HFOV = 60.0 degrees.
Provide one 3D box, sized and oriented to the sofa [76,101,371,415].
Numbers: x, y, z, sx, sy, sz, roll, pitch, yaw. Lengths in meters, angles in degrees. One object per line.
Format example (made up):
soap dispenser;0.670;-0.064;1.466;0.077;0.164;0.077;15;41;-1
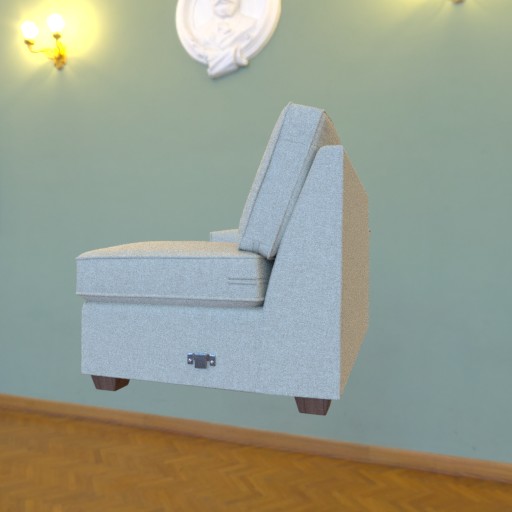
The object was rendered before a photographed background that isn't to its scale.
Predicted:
sofa;0.000;0.000;2.114;0.991;0.989;1.388;0;0;18
